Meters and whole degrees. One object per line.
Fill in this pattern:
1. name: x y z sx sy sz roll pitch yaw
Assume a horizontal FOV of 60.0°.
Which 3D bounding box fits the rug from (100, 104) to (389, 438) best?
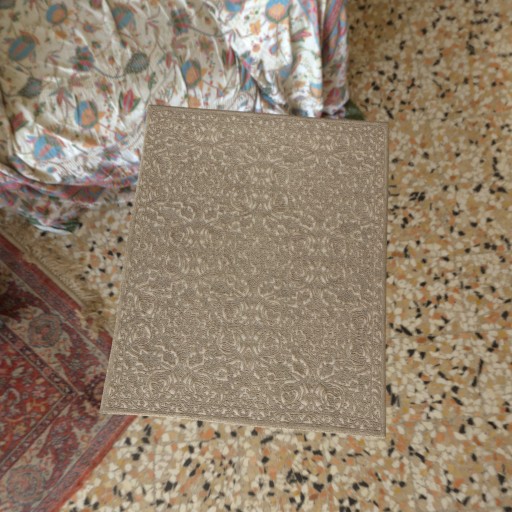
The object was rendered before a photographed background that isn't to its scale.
1. rug: 0.000 0.000 4.165 2.472 0.035 3.017 4 76 1
